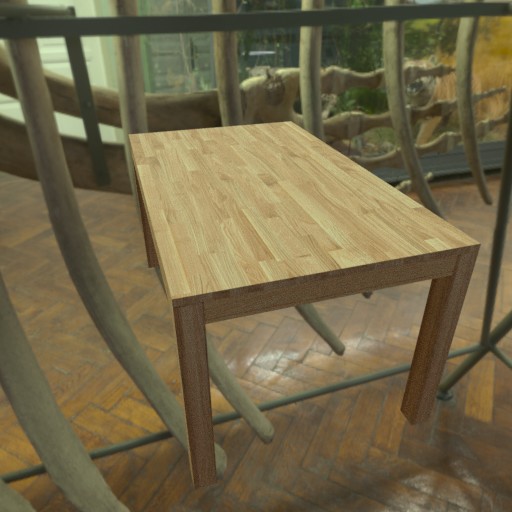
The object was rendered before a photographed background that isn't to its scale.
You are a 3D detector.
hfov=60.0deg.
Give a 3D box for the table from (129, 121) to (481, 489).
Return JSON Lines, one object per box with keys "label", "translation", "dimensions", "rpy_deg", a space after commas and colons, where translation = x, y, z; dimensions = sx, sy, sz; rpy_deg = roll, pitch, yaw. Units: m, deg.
{"label": "table", "translation": [0.000, 0.000, 1.985], "dimensions": [0.900, 0.770, 1.500], "rpy_deg": [-9, 32, -15]}
